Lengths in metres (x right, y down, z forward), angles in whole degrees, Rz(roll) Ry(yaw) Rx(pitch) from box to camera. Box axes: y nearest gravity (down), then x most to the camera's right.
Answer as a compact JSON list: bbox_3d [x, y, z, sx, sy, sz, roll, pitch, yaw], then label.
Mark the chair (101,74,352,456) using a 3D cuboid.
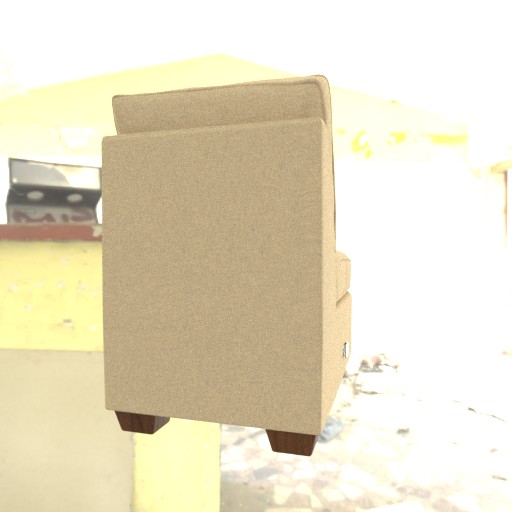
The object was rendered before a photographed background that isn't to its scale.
[{"bbox_3d":[0.000,0.000,1.560,0.621,0.970,0.938,0,1,17],"label":"chair"}]
